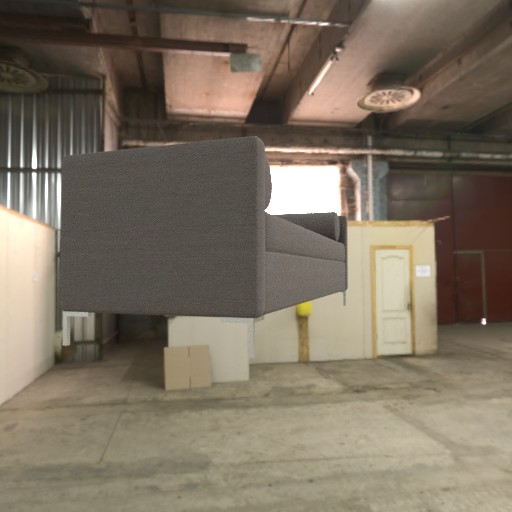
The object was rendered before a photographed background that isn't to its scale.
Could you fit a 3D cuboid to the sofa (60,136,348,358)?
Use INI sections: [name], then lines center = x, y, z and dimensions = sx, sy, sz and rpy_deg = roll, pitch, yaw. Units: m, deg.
[sofa]
center = 0.000, 0.000, 2.268
dimensions = 0.686, 0.635, 1.981
rpy_deg = -1, -2, 19
